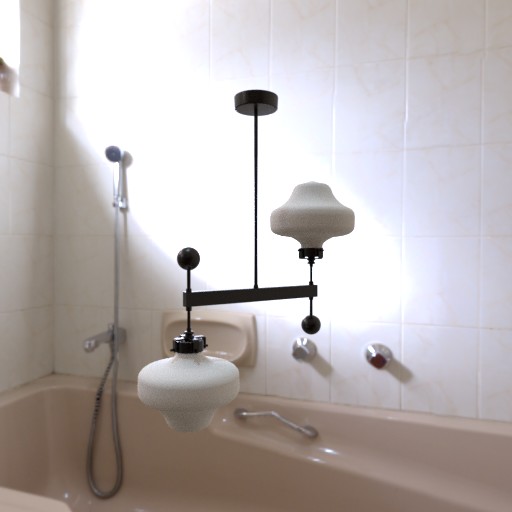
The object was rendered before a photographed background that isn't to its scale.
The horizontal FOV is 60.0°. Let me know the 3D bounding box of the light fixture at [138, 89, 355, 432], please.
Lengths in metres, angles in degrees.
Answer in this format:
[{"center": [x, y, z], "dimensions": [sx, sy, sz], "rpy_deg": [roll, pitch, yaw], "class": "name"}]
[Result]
[{"center": [0.000, 0.000, 1.041], "dimensions": [0.422, 0.743, 0.489], "rpy_deg": [0, 1, 19], "class": "light fixture"}]
